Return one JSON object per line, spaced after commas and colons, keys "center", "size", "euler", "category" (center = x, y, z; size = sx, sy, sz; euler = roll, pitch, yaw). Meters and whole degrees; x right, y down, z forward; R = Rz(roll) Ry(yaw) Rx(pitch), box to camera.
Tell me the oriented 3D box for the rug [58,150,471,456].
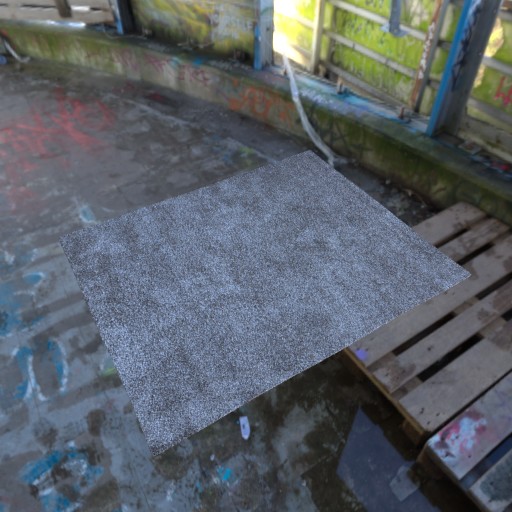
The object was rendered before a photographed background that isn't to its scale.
{"center": [0.000, 0.000, 4.092], "size": [3.000, 0.025, 2.401], "euler": [-23, 50, -22], "category": "rug"}
